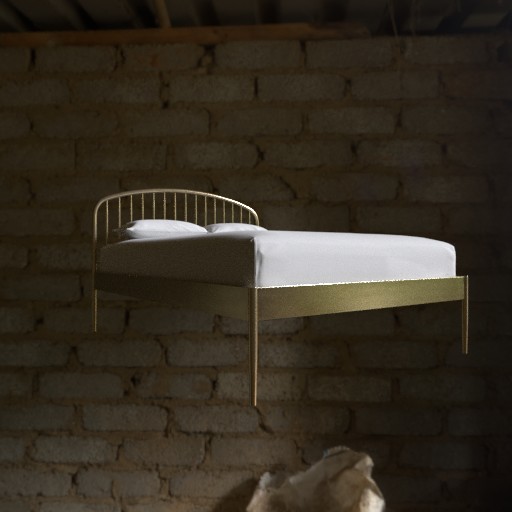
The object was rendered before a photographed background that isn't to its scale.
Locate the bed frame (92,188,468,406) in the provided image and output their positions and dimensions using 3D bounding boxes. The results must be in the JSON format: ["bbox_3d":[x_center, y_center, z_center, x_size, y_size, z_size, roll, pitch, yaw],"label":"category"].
[{"bbox_3d":[0.000,0.000,3.068,1.612,1.175,2.152,0,0,-36],"label":"bed frame"}]
